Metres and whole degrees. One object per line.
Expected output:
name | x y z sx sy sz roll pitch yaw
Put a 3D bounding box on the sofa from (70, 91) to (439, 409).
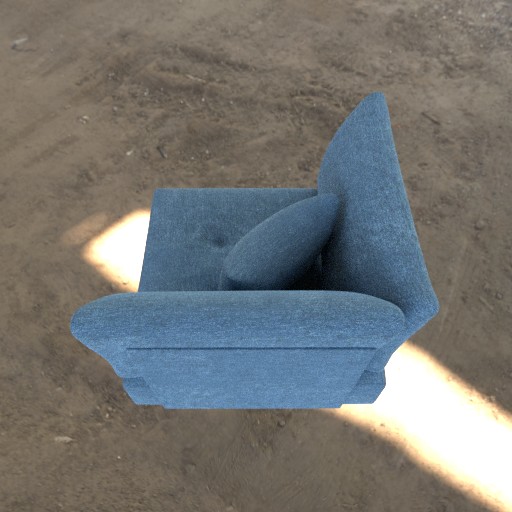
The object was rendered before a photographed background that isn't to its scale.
sofa | 0.000 0.000 1.738 1.000 0.820 1.000 0 56 0
